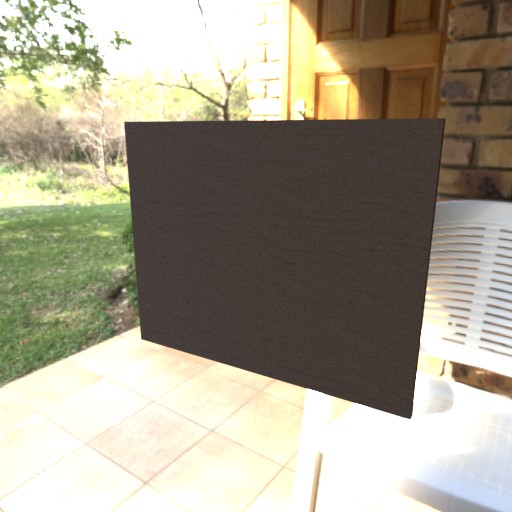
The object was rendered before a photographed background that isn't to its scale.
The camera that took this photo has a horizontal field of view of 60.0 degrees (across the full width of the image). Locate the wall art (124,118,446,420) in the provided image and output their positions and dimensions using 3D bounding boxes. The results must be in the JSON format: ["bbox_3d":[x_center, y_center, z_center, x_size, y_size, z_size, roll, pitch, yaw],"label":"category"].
[{"bbox_3d":[0.000,0.000,0.694,0.508,0.406,0.013,9,18,28],"label":"wall art"}]
